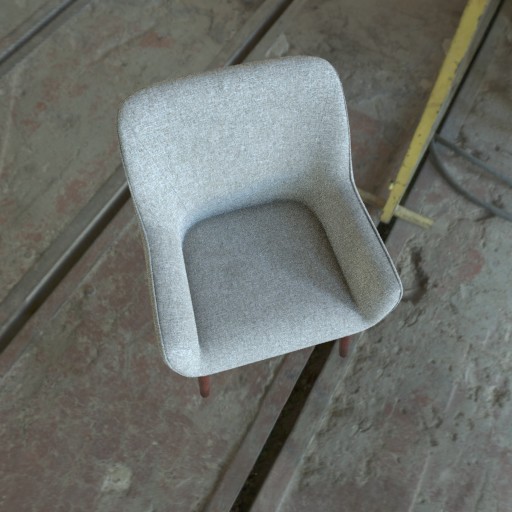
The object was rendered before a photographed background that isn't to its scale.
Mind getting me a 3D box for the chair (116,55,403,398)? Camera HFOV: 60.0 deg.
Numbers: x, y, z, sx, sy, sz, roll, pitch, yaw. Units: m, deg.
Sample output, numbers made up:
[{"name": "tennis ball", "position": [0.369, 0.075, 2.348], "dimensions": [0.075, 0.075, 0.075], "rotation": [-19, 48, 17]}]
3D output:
[{"name": "chair", "position": [0.000, 0.000, 1.171], "dimensions": [0.543, 0.803, 0.519], "rotation": [-14, 65, -7]}]
